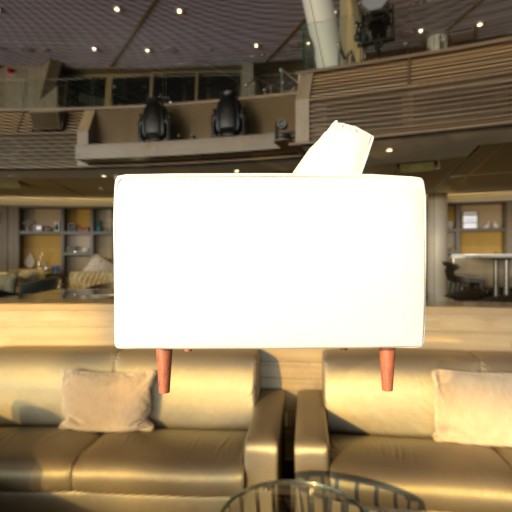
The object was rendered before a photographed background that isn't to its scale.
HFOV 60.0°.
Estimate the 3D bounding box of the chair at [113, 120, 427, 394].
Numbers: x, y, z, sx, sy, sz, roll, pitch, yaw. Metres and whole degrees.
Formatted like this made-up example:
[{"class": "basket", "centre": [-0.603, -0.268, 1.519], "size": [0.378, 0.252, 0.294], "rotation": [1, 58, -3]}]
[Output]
[{"class": "chair", "centre": [0.000, 0.000, 1.543], "size": [0.843, 0.773, 0.928], "rotation": [0, 0, -2]}]
